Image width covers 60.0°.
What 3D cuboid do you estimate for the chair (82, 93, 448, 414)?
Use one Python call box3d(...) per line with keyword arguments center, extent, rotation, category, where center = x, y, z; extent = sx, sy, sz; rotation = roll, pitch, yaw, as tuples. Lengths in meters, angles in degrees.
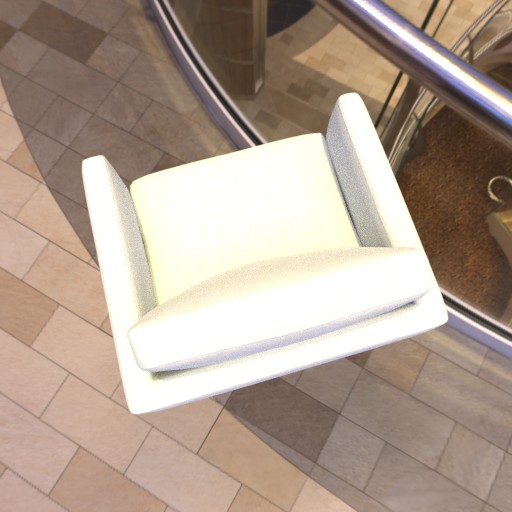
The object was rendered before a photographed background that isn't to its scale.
box3d(center=(0.000, 0.000, 1.794), extent=(1.107, 0.961, 0.953), rotation=(-15, 75, -4), category="chair")
